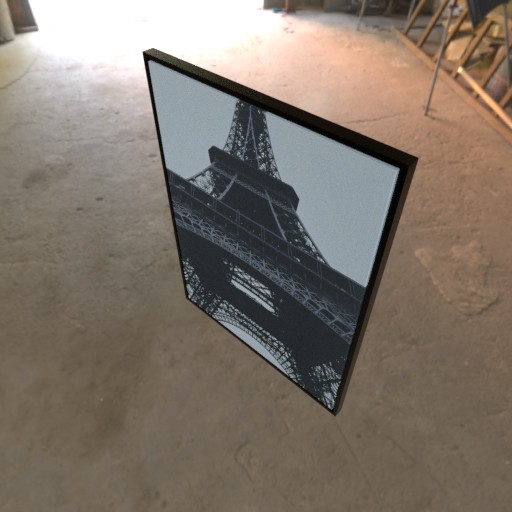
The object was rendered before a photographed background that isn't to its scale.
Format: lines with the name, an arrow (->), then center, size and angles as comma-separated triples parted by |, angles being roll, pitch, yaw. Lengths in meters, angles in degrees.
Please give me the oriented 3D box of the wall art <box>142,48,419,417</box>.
wall art -> 0.000, 0.000, 1.404 | 0.805, 1.062, 0.040 | 33, 54, 28
